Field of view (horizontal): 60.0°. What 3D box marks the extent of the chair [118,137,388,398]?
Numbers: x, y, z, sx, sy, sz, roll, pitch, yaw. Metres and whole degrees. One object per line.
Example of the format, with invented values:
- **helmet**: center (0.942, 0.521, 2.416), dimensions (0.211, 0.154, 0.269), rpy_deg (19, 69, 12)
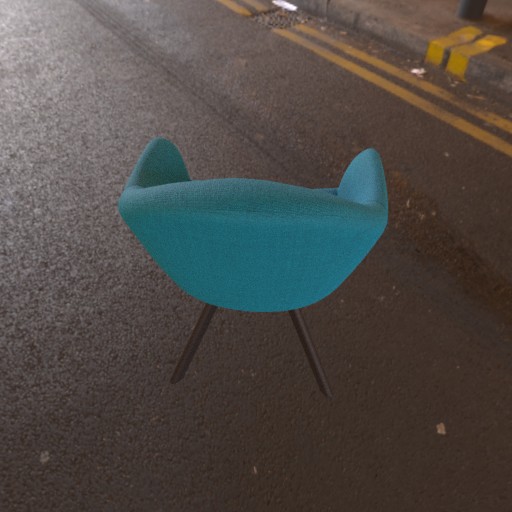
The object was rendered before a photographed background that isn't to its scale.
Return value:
- **chair**: center (0.000, 0.000, 1.159), dimensions (0.590, 0.795, 0.550), rpy_deg (4, 47, 4)
